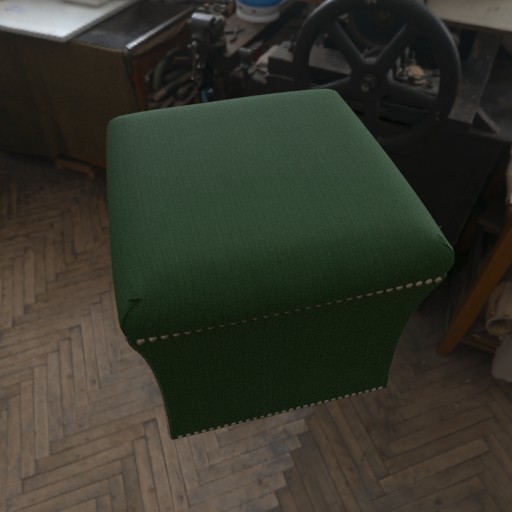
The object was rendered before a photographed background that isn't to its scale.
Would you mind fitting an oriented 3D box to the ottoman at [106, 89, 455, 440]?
[{"bbox_3d":[0.000,0.000,0.897,0.497,0.475,0.507,-10,49,-9],"label":"ottoman"}]
